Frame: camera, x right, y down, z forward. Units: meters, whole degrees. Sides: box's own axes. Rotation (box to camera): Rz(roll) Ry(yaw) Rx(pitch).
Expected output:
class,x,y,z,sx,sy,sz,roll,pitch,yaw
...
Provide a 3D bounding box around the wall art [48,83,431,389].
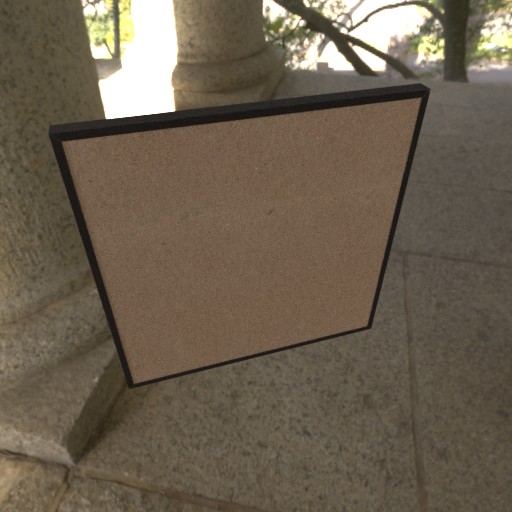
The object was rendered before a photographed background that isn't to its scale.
class,x,y,z,sx,sy,sz,roll,pitch,yaw
wall art,0.000,0.000,1.108,0.762,0.762,0.038,-11,41,-13
